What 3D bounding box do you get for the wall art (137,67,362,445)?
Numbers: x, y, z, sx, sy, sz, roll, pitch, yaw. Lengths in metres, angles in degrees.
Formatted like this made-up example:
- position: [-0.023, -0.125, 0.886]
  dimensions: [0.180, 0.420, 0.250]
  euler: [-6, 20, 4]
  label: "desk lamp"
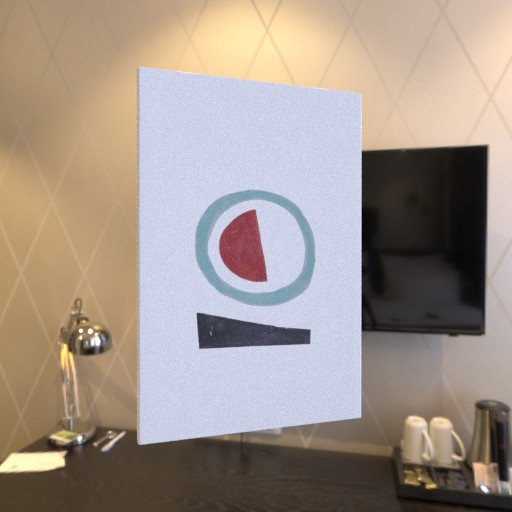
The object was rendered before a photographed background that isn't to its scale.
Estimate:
- position: [0.000, 0.000, 1.161]
  dimensions: [0.602, 0.902, 0.048]
  euler: [0, 0, -17]
  label: "wall art"
